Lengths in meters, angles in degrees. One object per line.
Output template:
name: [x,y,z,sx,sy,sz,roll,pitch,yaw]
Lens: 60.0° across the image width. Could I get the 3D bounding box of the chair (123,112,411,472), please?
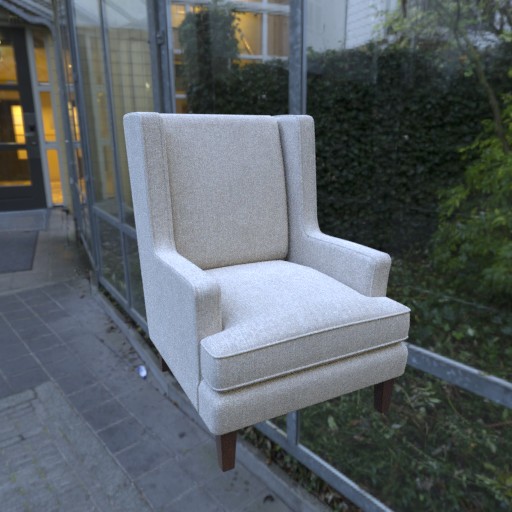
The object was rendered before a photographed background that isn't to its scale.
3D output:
chair: [0.000,0.000,1.737,0.764,1.082,0.948,-8,18,-26]
